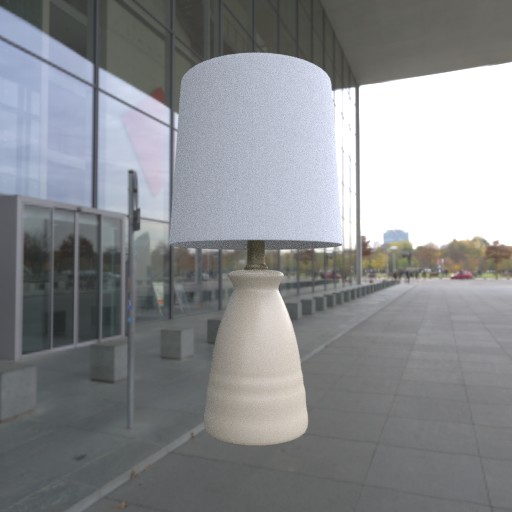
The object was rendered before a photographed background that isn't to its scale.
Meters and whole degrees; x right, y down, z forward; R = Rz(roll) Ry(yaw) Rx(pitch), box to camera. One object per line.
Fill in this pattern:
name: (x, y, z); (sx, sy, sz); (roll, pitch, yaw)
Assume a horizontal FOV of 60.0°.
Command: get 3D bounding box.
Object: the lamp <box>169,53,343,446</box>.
lamp: (0.000, 0.000, 0.484); (0.186, 0.369, 0.186); (0, -2, 0)
